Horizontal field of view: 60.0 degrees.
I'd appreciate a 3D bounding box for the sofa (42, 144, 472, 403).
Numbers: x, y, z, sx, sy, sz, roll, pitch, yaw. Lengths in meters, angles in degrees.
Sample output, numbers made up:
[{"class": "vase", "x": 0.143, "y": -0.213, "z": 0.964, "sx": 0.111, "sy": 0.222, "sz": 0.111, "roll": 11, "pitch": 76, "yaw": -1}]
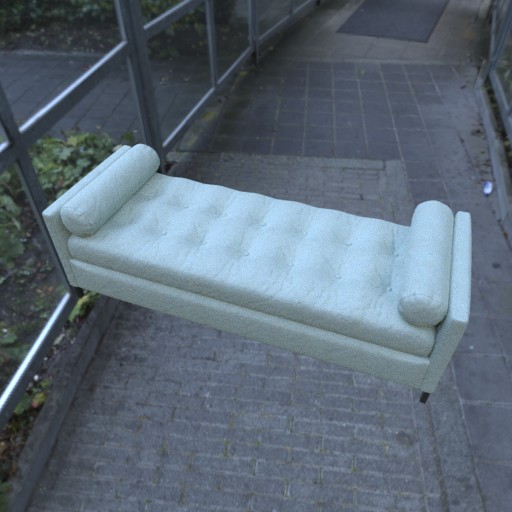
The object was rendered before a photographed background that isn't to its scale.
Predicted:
[{"class": "sofa", "x": 0.000, "y": 0.000, "z": 2.474, "sx": 2.102, "sy": 0.705, "sz": 0.796, "roll": 14, "pitch": 44, "yaw": 15}]
